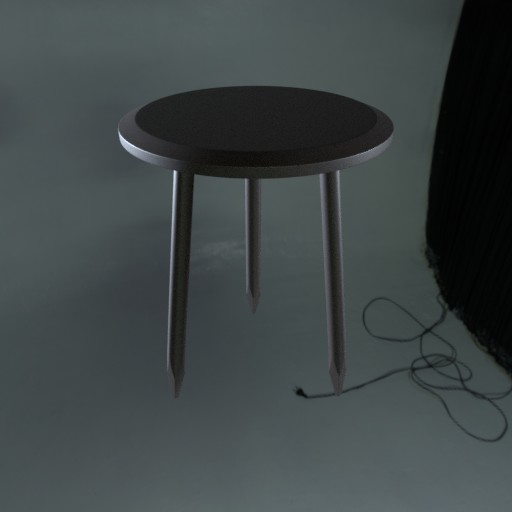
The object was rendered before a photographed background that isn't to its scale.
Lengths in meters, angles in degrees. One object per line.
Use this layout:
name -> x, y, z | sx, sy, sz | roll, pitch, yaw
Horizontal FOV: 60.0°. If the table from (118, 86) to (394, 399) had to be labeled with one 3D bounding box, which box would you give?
table -> 0.000, 0.000, 0.912 | 0.457, 0.585, 0.457 | 0, 33, 0
